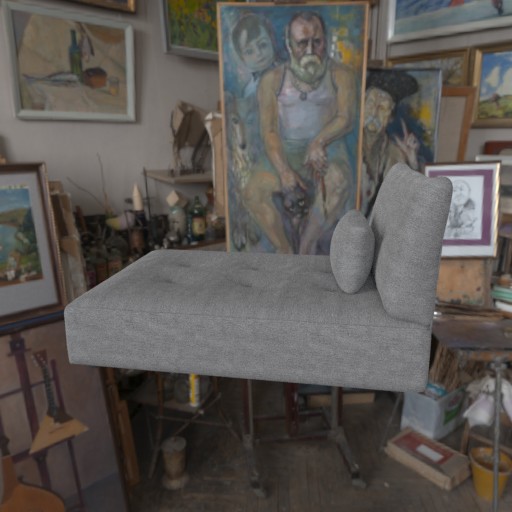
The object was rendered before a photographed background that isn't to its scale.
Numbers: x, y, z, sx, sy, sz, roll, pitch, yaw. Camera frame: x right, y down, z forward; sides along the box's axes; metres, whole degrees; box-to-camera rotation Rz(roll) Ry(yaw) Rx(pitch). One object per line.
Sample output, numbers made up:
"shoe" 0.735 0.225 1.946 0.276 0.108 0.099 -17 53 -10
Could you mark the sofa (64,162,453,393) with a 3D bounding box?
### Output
"sofa" 0.000 0.000 2.055 1.450 0.820 0.930 2 15 9
